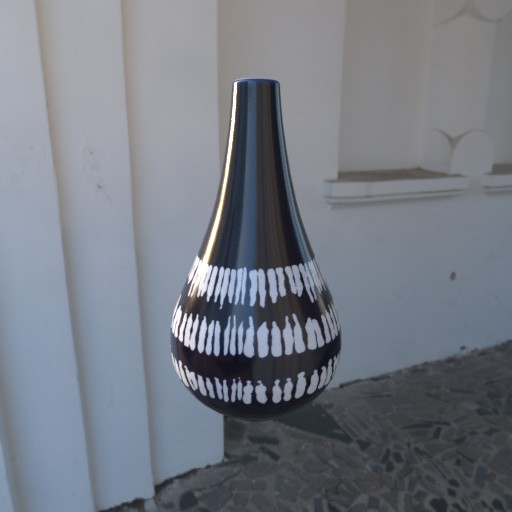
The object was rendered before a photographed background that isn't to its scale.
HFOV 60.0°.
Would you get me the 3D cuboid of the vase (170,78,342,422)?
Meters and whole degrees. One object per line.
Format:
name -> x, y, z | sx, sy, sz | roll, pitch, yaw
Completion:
vase -> 0.000, 0.000, 0.398 | 0.159, 0.295, 0.159 | 0, 14, 0
